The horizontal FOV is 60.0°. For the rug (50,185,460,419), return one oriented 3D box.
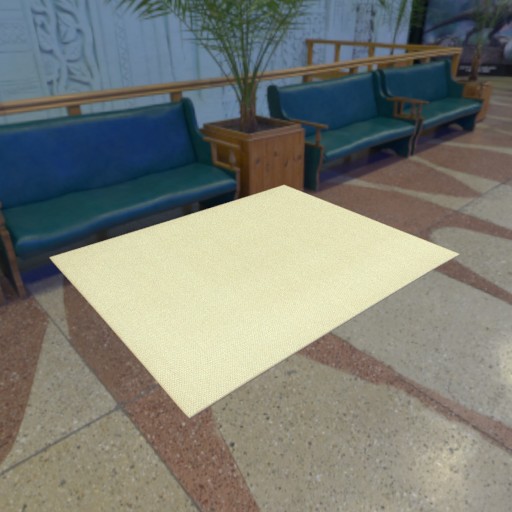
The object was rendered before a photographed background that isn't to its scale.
[{"bbox_3d":[0.000,0.000,4.206,3.039,0.018,2.462,-22,36,-34],"label":"rug"}]
